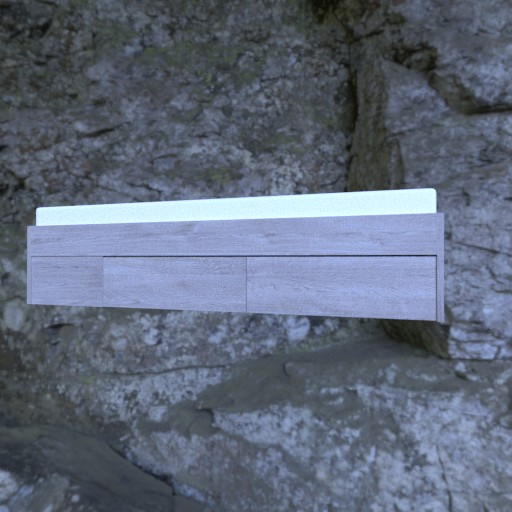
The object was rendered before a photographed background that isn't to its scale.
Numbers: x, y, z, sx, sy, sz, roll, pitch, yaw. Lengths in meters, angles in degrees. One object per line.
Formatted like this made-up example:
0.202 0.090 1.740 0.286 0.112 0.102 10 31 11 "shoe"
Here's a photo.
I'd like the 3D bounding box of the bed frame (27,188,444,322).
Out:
0.000 0.000 2.601 1.944 0.490 1.448 0 0 19 "bed frame"
